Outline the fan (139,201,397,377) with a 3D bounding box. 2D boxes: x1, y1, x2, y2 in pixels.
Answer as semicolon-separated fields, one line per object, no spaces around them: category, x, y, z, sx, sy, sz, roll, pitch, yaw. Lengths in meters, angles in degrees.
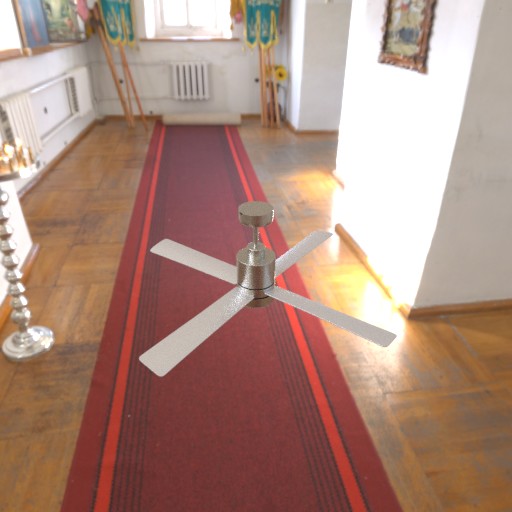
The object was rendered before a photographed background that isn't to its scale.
fan;0.000;0.000;2.292;1.525;0.539;1.525;21;36;31
